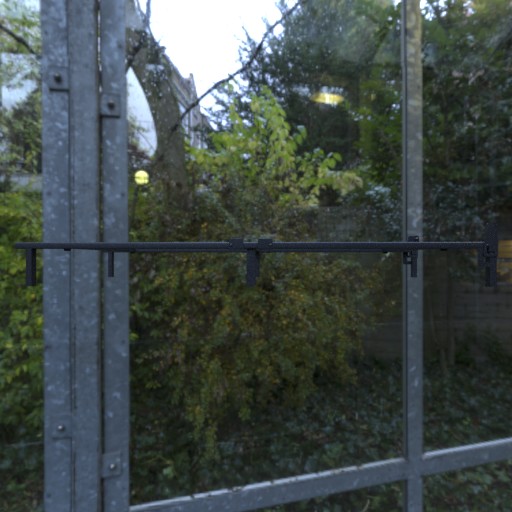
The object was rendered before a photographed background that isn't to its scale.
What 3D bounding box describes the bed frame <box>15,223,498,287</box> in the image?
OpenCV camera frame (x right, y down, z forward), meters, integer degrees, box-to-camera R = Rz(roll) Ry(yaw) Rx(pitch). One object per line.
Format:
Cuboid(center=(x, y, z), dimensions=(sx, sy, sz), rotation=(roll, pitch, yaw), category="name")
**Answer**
Cuboid(center=(0.000, 0.000, 2.218), dimensions=(1.897, 0.248, 0.968), rotation=(0, 0, 1), category="bed frame")
